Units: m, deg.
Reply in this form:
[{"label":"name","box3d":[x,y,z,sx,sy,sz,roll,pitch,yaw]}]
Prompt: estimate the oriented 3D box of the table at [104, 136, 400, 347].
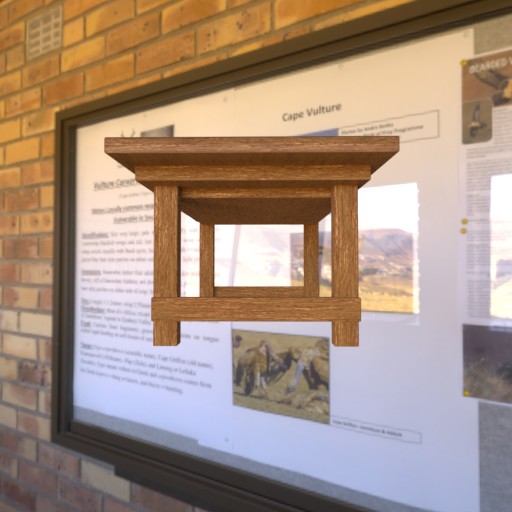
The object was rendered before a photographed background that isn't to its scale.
[{"label":"table","box3d":[0.000,0.000,2.477,1.000,0.762,1.982,0,-1,1]}]
